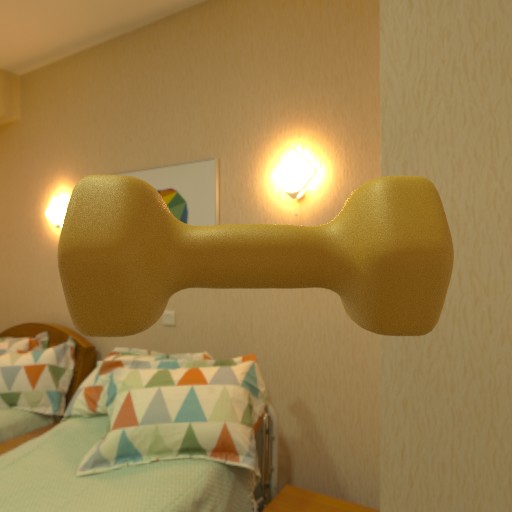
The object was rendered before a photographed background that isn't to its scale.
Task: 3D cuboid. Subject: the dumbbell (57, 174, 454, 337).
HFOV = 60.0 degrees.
[{"bbox_3d":[0.000,0.000,0.237,0.190,0.082,0.090,0,0,-1],"label":"dumbbell"}]
